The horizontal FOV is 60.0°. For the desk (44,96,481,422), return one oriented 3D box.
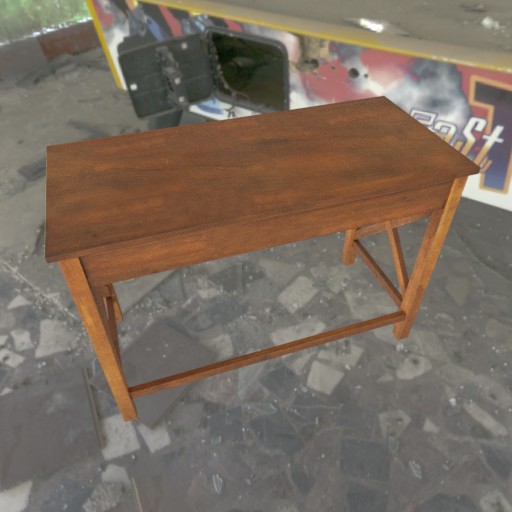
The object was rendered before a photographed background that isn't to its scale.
[{"bbox_3d":[0.000,0.000,1.504,1.117,0.762,0.508,-13,44,-14],"label":"desk"}]
